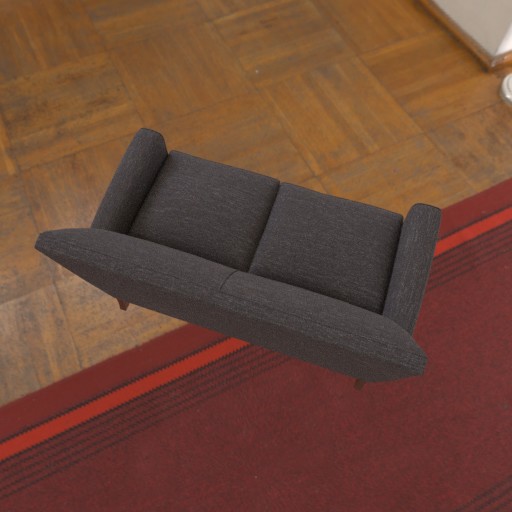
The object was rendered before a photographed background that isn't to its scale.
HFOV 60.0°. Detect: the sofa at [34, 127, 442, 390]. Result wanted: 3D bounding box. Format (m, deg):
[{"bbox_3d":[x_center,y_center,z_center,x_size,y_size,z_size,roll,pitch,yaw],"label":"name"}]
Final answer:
[{"bbox_3d":[0.000,0.000,2.089,1.509,0.905,0.867,17,65,8],"label":"sofa"}]
